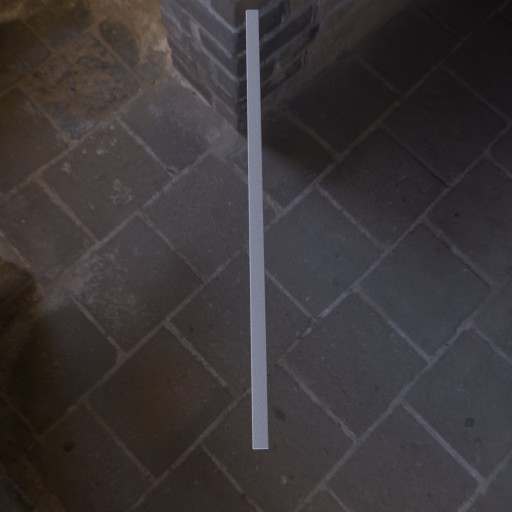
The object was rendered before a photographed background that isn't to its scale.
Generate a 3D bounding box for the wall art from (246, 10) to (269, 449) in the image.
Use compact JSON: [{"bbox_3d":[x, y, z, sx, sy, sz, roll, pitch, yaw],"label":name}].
[{"bbox_3d":[0.000,0.000,0.963,0.020,0.661,0.664,-1,77,0],"label":"wall art"}]
